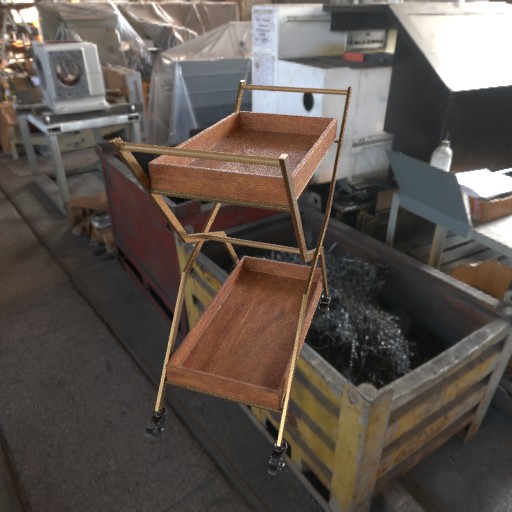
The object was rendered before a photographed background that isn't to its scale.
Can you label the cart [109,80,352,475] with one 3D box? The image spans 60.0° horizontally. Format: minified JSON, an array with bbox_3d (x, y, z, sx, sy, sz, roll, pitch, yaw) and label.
[{"bbox_3d":[0.000,0.000,1.346,0.405,0.869,0.836,9,31,16],"label":"cart"}]
